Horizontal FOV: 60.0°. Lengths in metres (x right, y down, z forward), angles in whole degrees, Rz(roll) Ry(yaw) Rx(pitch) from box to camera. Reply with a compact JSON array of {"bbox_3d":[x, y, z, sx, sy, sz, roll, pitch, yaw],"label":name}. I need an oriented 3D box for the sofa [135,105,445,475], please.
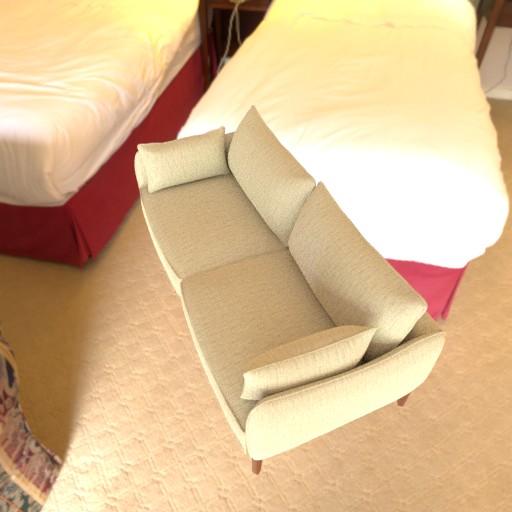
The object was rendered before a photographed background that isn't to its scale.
[{"bbox_3d":[0.000,0.000,2.532,0.991,0.860,1.989,-18,49,-16],"label":"sofa"}]
